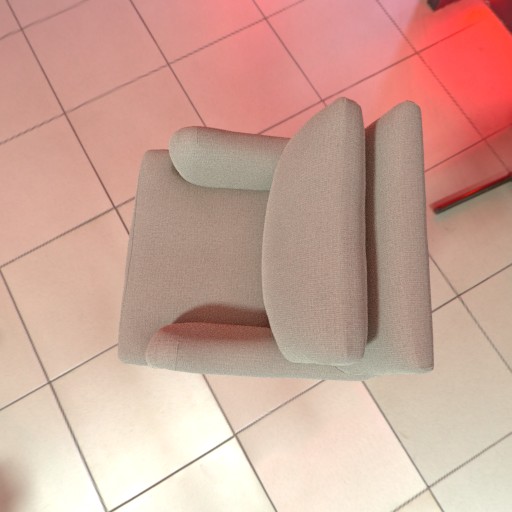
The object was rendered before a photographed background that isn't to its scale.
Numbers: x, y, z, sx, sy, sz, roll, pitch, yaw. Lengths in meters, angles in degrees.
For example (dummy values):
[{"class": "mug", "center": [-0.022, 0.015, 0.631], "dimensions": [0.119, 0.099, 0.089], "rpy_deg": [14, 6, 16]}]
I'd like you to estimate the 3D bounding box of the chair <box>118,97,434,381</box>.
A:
[{"class": "chair", "center": [0.000, 0.000, 1.815], "dimensions": [1.070, 1.038, 0.955], "rpy_deg": [3, 75, 1]}]
